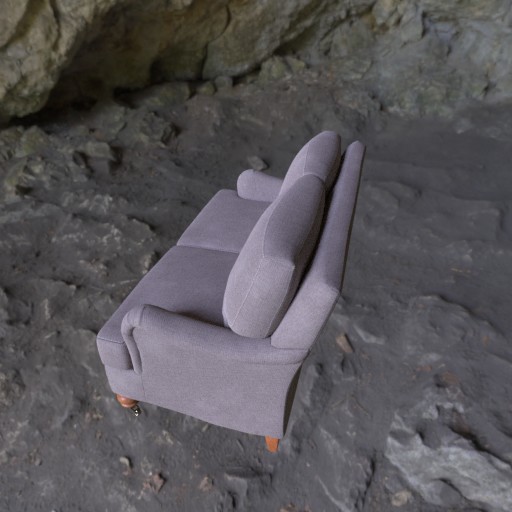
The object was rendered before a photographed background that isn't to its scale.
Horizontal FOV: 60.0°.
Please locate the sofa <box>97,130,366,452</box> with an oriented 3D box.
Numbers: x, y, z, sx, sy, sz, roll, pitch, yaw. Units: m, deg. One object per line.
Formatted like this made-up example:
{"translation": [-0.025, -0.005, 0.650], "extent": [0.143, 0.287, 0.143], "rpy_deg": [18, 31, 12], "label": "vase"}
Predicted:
{"translation": [0.000, 0.000, 2.620], "extent": [1.084, 1.101, 1.853], "rpy_deg": [8, 32, 13], "label": "sofa"}
